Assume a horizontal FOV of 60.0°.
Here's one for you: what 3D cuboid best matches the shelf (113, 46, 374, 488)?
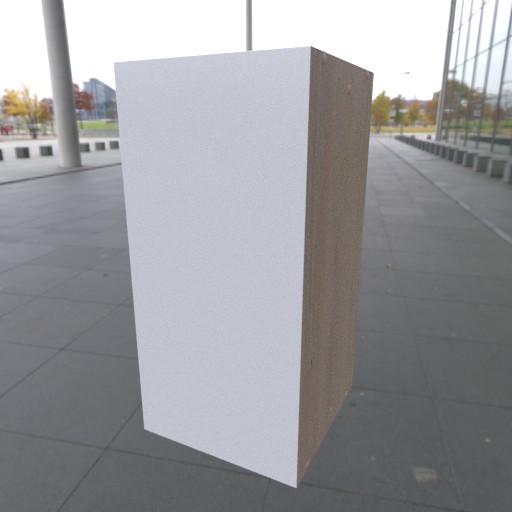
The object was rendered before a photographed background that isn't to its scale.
[{"bbox_3d":[0.000,0.000,0.755,0.290,0.594,0.297,8,19,26],"label":"shelf"}]
